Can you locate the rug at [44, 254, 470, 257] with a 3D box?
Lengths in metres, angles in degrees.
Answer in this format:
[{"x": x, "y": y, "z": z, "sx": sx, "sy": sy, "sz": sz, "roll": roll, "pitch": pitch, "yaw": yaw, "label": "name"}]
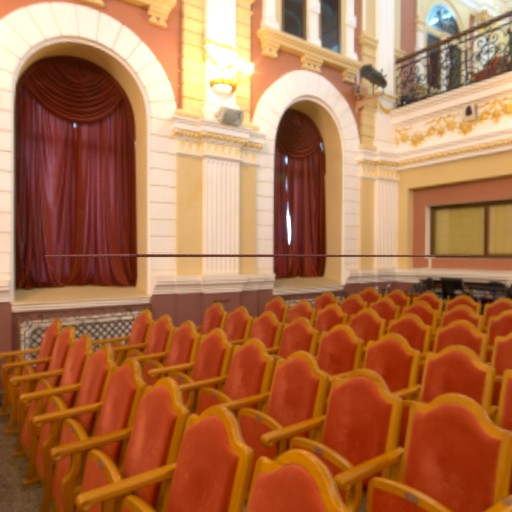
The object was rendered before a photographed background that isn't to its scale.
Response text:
[{"x": 0.000, "y": 0.000, "z": 2.840, "sx": 2.210, "sy": 0.011, "sz": 1.599, "roll": 0, "pitch": 0, "yaw": -35, "label": "rug"}]
